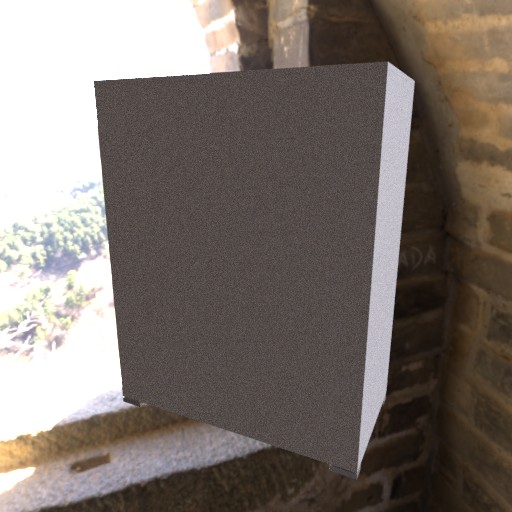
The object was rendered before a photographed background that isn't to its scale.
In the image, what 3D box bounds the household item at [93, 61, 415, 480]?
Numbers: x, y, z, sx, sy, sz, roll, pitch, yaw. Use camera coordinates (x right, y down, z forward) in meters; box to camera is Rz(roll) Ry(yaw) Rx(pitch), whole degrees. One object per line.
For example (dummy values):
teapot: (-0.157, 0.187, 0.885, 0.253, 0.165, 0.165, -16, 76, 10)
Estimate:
household item: (0.000, 0.000, 1.367, 0.790, 1.010, 0.420, 8, 18, 25)
